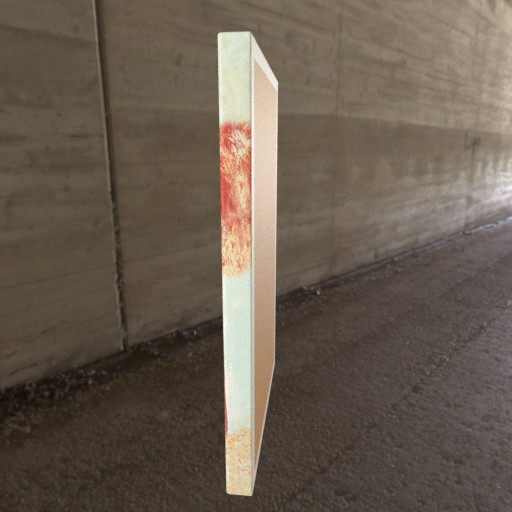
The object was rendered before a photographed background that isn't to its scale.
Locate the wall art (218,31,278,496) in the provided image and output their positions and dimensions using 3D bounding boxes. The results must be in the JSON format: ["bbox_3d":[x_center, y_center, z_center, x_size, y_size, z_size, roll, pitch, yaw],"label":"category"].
[{"bbox_3d":[0.000,0.000,0.754,0.038,0.610,0.401,2,14,7],"label":"wall art"}]
